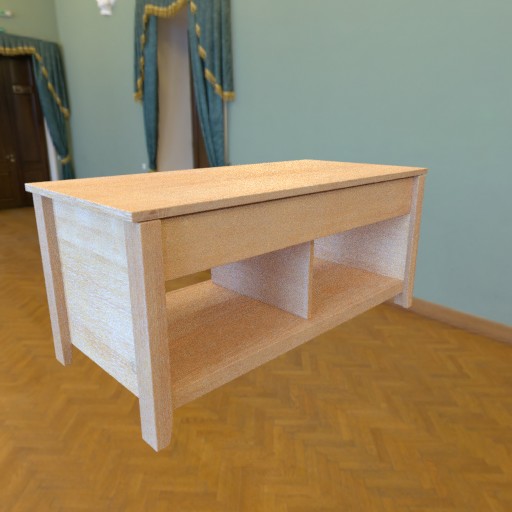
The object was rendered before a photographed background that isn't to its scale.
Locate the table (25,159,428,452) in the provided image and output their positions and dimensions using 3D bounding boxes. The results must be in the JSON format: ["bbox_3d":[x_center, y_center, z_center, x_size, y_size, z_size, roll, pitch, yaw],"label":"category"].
[{"bbox_3d":[0.000,0.000,1.259,1.016,0.457,0.483,-16,23,-42],"label":"table"}]
